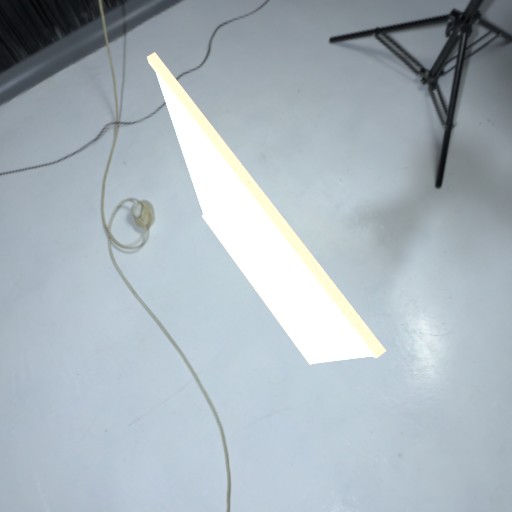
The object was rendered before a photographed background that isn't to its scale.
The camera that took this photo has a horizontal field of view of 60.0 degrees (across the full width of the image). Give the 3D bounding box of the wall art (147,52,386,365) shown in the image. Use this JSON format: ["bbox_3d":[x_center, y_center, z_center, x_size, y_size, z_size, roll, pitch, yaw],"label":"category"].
[{"bbox_3d":[0.000,0.000,0.812,0.012,0.608,0.459,-35,78,-8],"label":"wall art"}]
